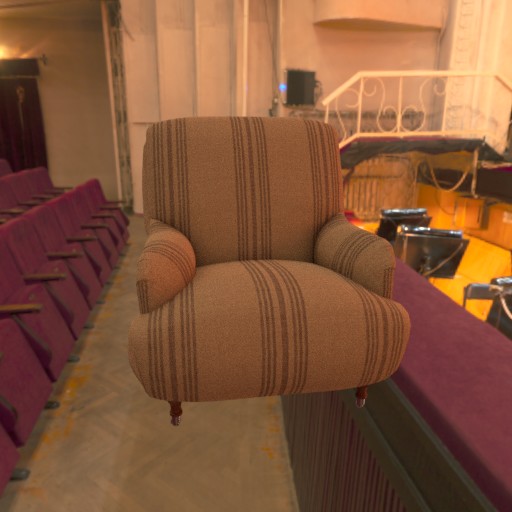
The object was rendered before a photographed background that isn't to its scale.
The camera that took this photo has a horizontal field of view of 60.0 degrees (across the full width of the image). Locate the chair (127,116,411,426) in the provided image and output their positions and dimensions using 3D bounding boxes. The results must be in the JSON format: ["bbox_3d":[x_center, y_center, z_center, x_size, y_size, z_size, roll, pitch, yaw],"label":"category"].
[{"bbox_3d":[0.000,0.000,1.535,0.813,0.940,0.914,-2,16,-9],"label":"chair"}]
